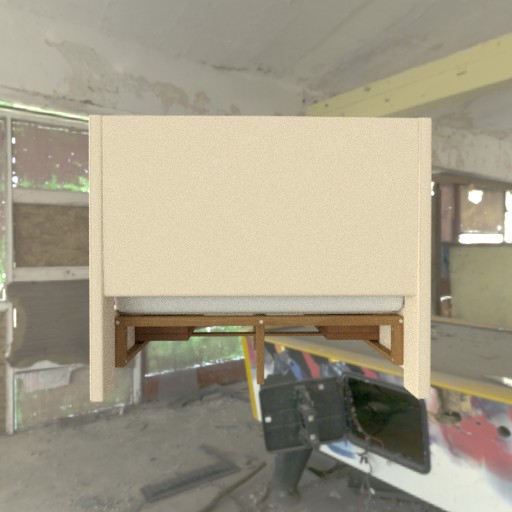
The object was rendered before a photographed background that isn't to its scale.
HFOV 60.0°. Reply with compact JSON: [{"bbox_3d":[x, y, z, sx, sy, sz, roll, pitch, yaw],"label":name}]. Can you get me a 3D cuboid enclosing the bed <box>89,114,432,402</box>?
[{"bbox_3d":[0.000,0.000,3.412,1.765,1.471,2.280,0,1,-2],"label":"bed"}]
